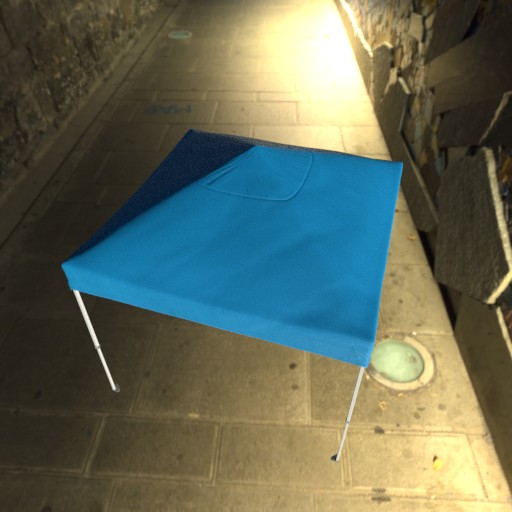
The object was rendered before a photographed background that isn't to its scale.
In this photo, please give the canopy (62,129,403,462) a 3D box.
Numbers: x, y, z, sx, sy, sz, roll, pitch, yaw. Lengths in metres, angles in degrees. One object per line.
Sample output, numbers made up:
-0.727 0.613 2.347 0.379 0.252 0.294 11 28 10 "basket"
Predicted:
0.000 0.000 5.452 2.996 2.997 2.998 12 44 13 "canopy"
